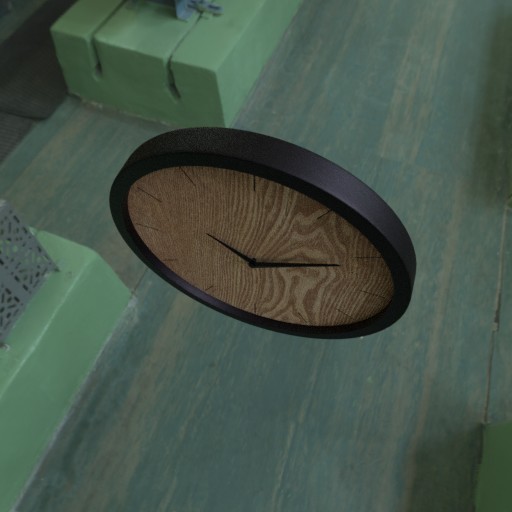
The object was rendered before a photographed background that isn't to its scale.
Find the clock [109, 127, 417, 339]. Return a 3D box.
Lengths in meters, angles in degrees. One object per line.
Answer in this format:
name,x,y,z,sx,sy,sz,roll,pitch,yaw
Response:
clock,0.000,0.000,0.460,0.314,0.314,0.029,17,60,10
